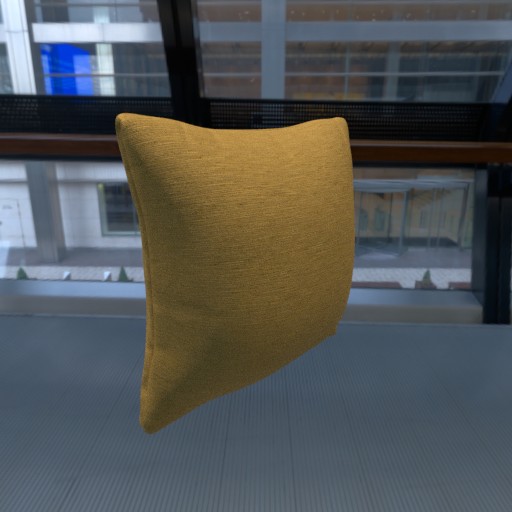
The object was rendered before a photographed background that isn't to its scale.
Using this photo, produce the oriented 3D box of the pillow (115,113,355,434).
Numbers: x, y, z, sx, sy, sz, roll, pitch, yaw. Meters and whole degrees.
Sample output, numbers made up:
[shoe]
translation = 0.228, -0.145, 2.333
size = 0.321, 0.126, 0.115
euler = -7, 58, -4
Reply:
[pillow]
translation = 0.000, 0.000, 0.689
size = 0.435, 0.417, 0.247
euler = -16, 23, -42
